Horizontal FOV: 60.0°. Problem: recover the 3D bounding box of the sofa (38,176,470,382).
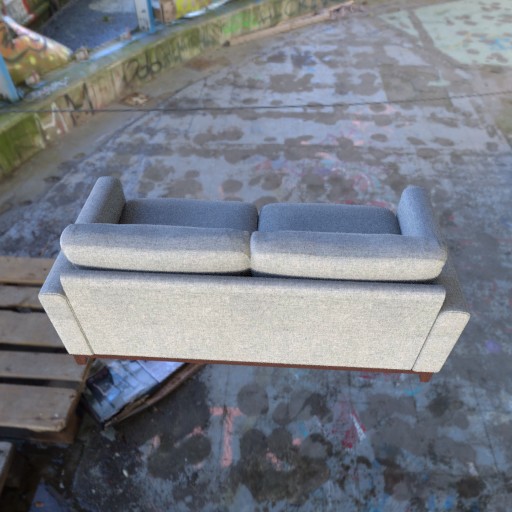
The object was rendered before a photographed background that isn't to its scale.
[{"bbox_3d":[0.000,0.000,2.446,1.978,0.892,0.969,2,46,2],"label":"sofa"}]
